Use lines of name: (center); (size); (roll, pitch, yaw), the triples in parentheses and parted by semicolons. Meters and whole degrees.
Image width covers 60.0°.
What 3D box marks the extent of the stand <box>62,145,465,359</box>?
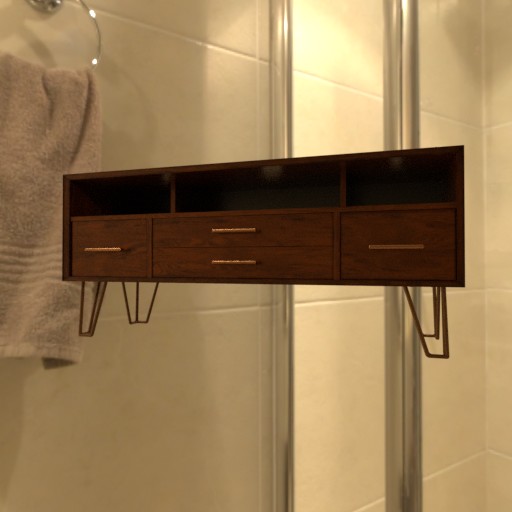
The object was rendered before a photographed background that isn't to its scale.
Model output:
stand: (0.000, 0.000, 1.665); (1.372, 0.610, 0.481); (0, -1, 18)
